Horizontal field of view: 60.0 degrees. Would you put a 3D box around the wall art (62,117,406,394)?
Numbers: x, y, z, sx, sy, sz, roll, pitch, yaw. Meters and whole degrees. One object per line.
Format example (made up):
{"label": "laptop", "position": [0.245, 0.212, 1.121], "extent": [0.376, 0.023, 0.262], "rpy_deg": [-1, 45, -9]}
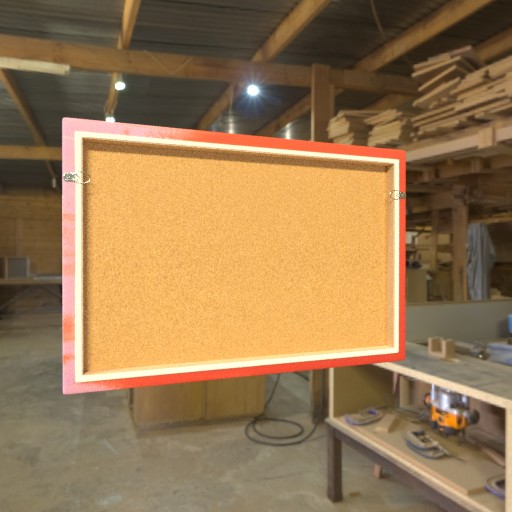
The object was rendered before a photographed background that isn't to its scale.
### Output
{"label": "wall art", "position": [0.000, 0.000, 1.140], "extent": [0.913, 0.609, 0.040], "rpy_deg": [0, 0, -20]}
